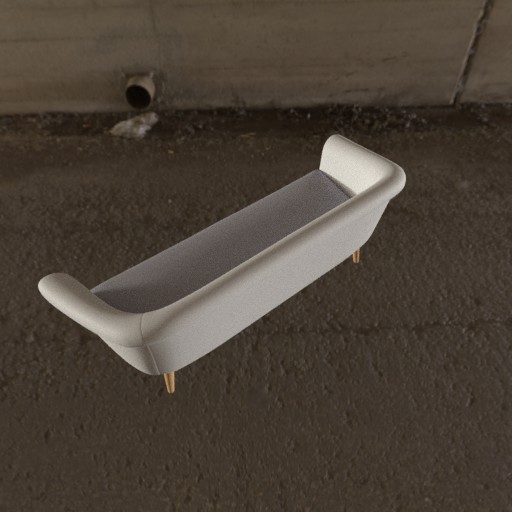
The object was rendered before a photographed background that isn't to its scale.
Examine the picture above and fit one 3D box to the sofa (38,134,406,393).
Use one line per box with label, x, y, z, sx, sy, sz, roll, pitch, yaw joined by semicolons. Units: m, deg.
sofa;0.000;0.000;2.593;2.160;0.795;0.827;-31;53;-26
